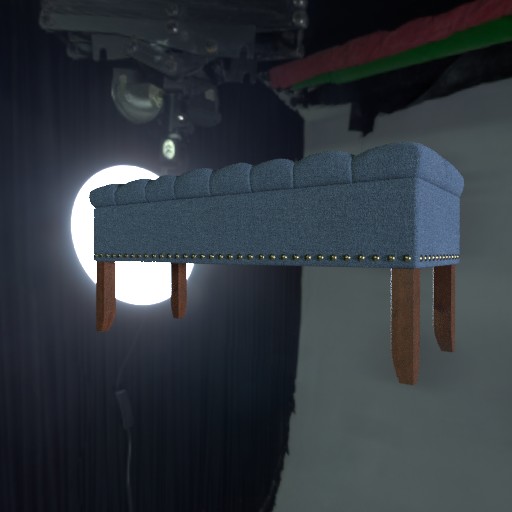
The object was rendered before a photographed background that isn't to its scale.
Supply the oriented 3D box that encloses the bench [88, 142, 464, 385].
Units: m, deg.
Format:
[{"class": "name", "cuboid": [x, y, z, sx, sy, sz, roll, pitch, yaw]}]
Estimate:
[{"class": "bench", "cuboid": [0.000, 0.000, 1.300, 1.052, 0.492, 0.417, 0, 1, 35]}]
